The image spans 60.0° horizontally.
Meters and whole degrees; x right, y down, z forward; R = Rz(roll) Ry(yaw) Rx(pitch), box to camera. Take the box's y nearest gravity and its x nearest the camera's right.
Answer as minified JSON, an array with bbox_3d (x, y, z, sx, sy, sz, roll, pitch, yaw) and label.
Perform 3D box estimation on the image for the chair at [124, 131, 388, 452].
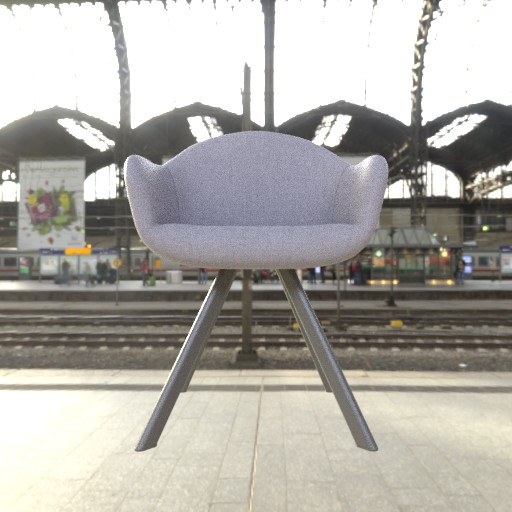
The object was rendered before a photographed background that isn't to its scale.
[{"bbox_3d":[0.000,0.000,1.170,0.590,0.795,0.550,0,-1,0],"label":"chair"}]
